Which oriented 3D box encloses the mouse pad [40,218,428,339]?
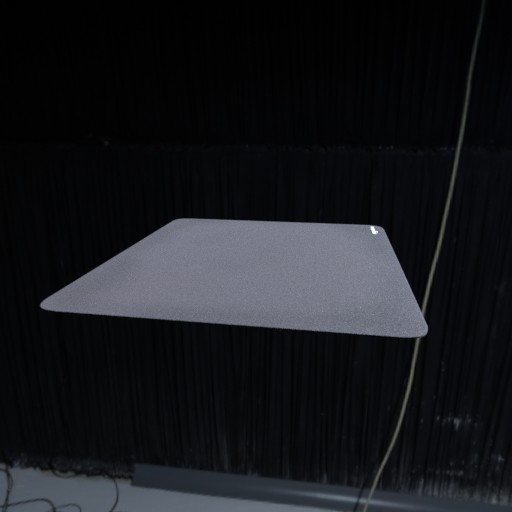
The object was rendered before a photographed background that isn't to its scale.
[{"bbox_3d":[0.000,0.000,0.633,0.393,0.002,0.451,3,17,9],"label":"mouse pad"}]
